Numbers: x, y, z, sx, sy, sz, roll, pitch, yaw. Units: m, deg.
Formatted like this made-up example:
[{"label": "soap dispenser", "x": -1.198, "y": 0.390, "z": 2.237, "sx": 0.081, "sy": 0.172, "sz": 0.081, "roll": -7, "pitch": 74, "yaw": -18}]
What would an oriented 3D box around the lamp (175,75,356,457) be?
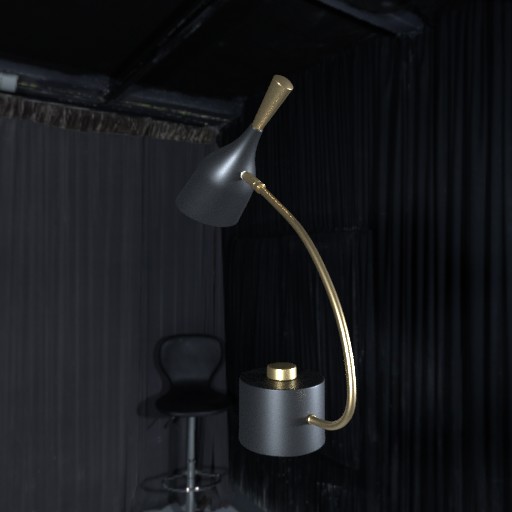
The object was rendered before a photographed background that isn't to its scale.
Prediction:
[{"label": "lamp", "x": 0.000, "y": 0.000, "z": 0.611, "sx": 0.110, "sy": 0.464, "sz": 0.352, "roll": 0, "pitch": 0, "yaw": -36}]
